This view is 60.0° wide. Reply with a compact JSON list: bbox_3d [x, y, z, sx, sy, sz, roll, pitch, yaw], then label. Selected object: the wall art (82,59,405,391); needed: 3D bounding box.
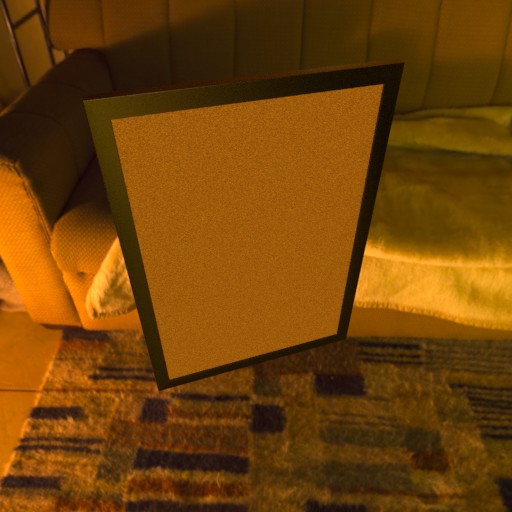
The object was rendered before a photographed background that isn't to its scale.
[{"bbox_3d":[0.000,0.000,0.546,0.304,0.432,0.013,-12,43,-14],"label":"wall art"}]
